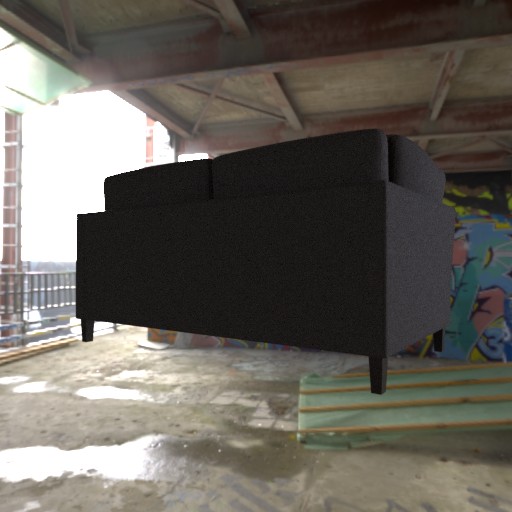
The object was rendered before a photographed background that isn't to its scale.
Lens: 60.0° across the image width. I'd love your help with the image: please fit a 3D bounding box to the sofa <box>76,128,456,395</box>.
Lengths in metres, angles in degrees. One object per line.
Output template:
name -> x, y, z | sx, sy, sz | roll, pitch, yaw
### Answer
sofa -> 0.000, 0.000, 2.289 | 1.751, 0.920, 0.969 | 0, -1, 35
